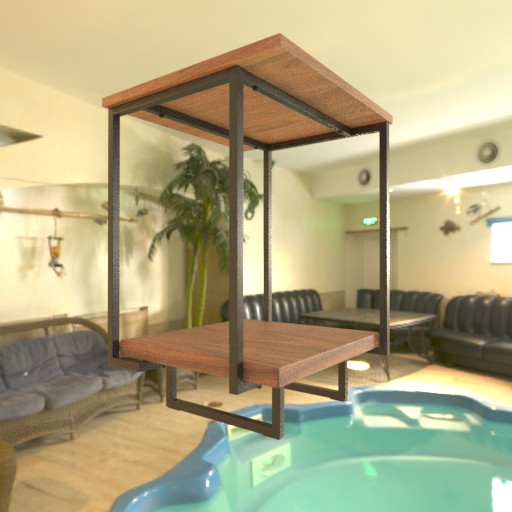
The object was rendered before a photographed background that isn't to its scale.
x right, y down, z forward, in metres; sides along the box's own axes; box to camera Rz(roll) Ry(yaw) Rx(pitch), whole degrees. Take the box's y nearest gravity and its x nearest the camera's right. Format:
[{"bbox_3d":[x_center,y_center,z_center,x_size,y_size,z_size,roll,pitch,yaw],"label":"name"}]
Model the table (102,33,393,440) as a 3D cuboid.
[{"bbox_3d":[0.000,0.000,0.843,0.384,0.567,0.411,0,-1,37],"label":"table"}]
